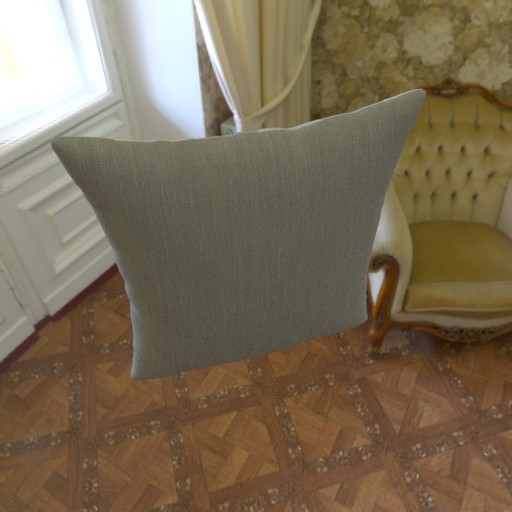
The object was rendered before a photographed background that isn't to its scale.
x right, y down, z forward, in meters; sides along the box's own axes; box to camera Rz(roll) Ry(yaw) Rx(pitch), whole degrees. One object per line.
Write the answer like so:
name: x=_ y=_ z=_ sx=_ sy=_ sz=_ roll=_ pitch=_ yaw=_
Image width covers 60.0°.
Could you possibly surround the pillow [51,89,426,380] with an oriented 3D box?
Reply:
pillow: x=0.000 y=0.000 z=0.749 sx=0.511 sy=0.509 sz=0.161 roll=-12 pitch=43 yaw=-13
